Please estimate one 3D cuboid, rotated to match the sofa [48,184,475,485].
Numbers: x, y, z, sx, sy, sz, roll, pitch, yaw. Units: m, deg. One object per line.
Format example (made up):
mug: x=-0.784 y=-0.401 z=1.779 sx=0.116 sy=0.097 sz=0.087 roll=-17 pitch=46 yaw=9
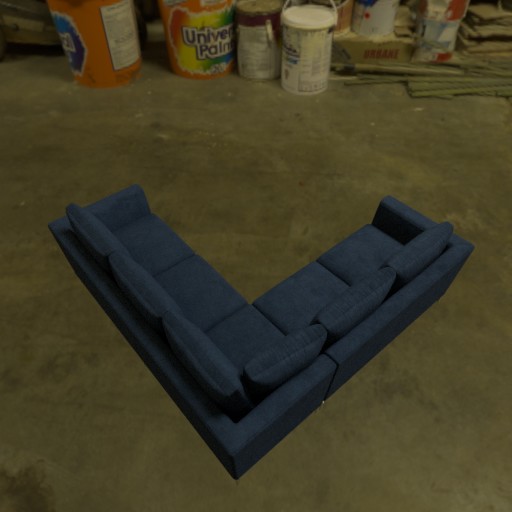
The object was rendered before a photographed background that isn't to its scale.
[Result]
sofa: x=0.000 y=0.000 z=3.768 sx=2.472 sy=0.988 sz=2.463 roll=-32 pitch=54 yaw=-27
